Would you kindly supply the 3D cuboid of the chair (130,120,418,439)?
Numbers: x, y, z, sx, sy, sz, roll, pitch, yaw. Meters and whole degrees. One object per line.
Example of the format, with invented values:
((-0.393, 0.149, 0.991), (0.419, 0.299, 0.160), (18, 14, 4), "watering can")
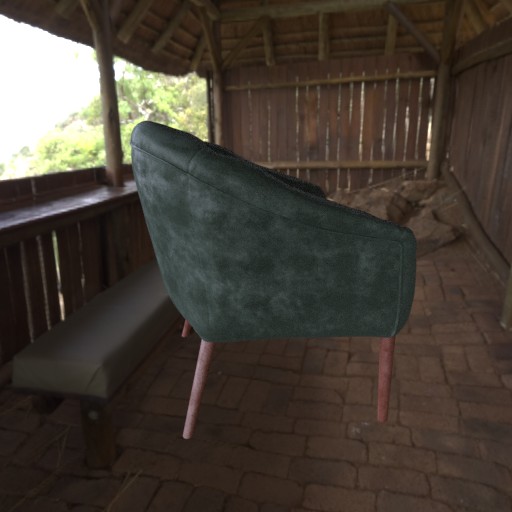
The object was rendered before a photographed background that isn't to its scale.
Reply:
((0.000, 0.000, 1.514), (0.776, 0.885, 0.851), (-3, 17, -9), "chair")
